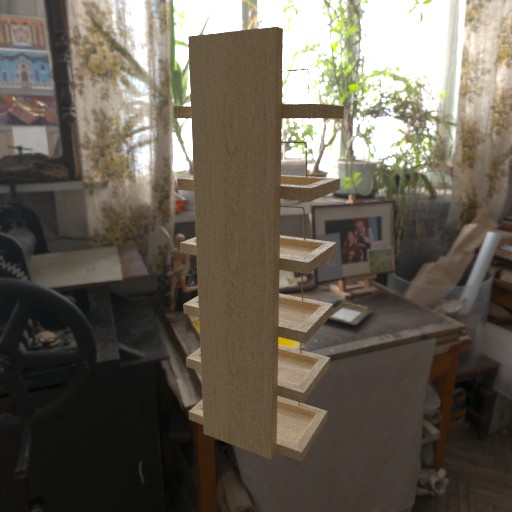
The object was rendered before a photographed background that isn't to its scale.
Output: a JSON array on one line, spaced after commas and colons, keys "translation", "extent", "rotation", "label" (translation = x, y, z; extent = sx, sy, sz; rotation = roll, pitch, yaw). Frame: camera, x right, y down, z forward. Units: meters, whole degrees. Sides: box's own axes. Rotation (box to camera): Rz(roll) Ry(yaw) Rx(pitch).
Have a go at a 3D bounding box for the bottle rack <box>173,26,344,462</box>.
[{"translation": [0.000, 0.000, 1.062], "extent": [0.330, 0.943, 0.206], "rotation": [9, 19, 27], "label": "bottle rack"}]
